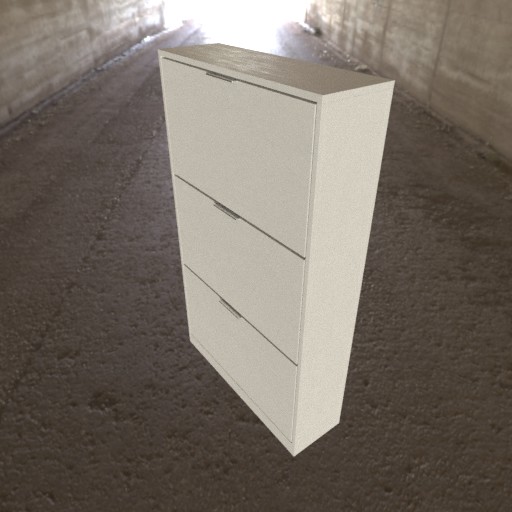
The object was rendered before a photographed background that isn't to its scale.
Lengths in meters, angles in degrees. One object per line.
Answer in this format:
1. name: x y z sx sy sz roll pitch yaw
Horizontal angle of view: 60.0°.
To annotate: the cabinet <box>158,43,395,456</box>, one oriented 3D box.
1. cabinet: 0.000 0.000 1.578 0.250 1.280 0.750 -23 40 -30
